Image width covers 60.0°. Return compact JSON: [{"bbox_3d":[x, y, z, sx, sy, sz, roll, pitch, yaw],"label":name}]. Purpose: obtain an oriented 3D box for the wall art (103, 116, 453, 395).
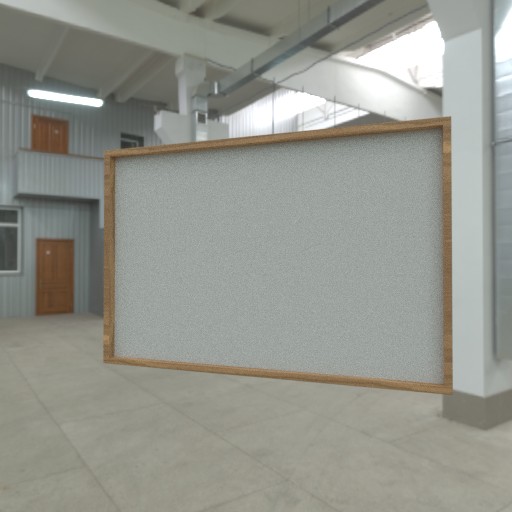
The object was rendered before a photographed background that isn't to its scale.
[{"bbox_3d":[0.000,0.000,0.746,0.604,0.402,0.018,0,-1,19],"label":"wall art"}]
